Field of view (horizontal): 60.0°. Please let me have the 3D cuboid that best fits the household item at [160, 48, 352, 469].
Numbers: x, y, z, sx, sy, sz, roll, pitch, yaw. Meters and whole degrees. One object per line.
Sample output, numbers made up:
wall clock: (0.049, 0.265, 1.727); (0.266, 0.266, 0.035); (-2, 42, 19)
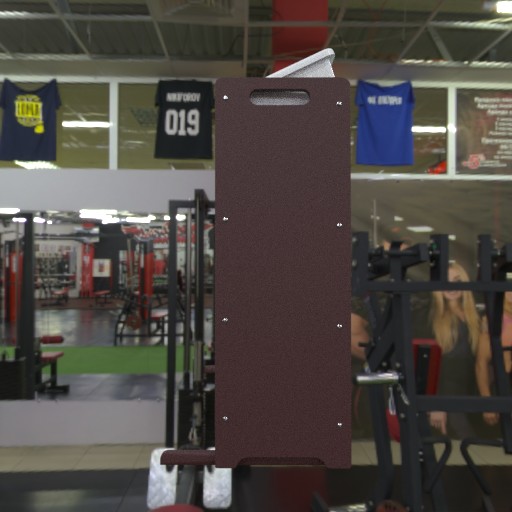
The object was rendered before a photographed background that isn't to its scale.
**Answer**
household item: (0.000, 0.000, 1.287); (0.389, 0.864, 0.787); (0, -1, 0)
